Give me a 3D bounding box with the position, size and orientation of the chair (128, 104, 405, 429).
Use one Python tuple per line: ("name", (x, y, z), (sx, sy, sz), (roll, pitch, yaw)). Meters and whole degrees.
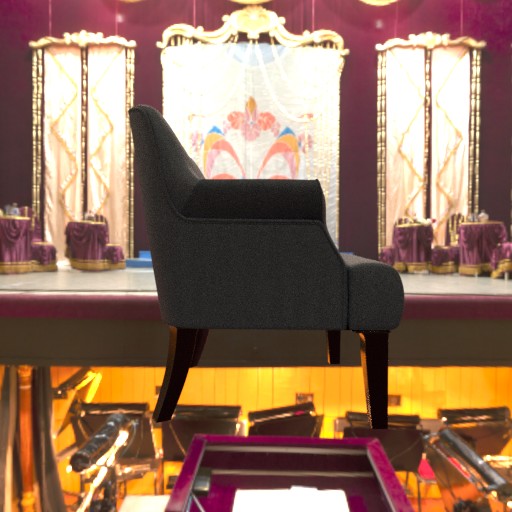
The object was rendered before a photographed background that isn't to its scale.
("chair", (0.000, 0.000, 1.466), (0.754, 0.878, 0.770), (0, 1, 0))
